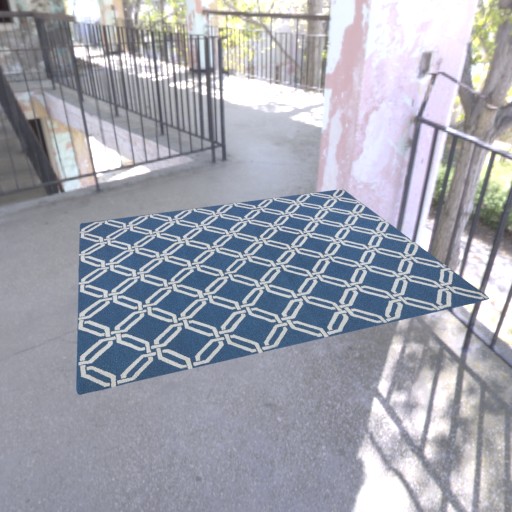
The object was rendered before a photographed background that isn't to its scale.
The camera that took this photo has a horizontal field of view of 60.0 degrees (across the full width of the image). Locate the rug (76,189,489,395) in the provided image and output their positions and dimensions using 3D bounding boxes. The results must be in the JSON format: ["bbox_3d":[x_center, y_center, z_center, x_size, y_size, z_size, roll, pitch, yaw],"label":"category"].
[{"bbox_3d":[0.000,0.000,3.781,2.867,0.020,2.277,-10,32,-16],"label":"rug"}]
